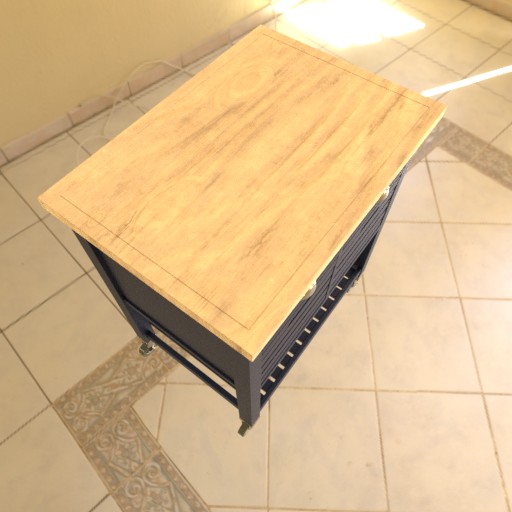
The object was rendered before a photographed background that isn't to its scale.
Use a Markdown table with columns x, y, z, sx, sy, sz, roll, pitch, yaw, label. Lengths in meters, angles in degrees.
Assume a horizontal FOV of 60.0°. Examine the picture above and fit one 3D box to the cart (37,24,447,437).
| x | y | z | sx | sy | sz | roll | pitch | yaw | label |
| --- | --- | --- | --- | --- | --- | --- | --- | --- | --- |
| 0.000 | 0.000 | 1.394 | 0.567 | 0.920 | 0.797 | 33 | 64 | 18 | cart |
